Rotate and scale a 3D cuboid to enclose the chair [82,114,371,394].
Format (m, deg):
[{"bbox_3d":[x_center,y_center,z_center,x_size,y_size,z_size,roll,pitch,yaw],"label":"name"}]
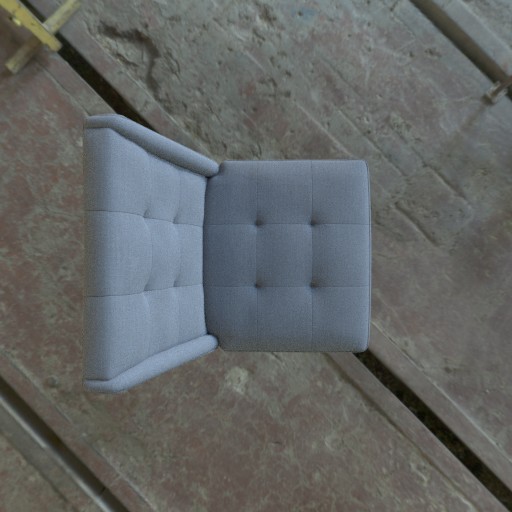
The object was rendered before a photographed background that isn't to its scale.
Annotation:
[{"bbox_3d":[0.000,0.000,1.281,0.676,0.853,0.569,0,90,2],"label":"chair"}]
